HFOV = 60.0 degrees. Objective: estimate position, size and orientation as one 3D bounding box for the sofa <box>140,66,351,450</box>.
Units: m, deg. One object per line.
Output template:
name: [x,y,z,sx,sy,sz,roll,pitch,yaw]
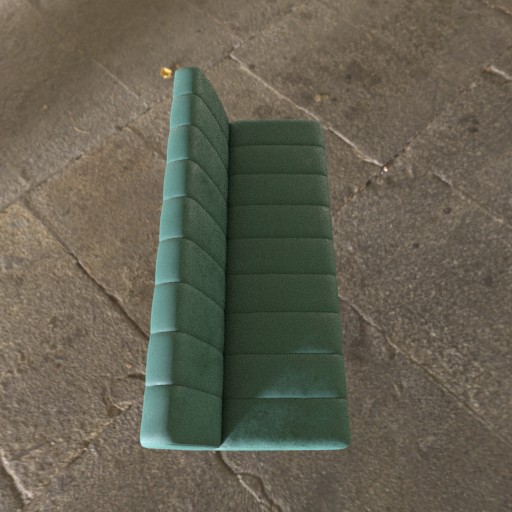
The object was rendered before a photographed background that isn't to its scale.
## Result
sofa: [0.000,0.000,2.261,0.830,0.820,1.810,0,65,0]
